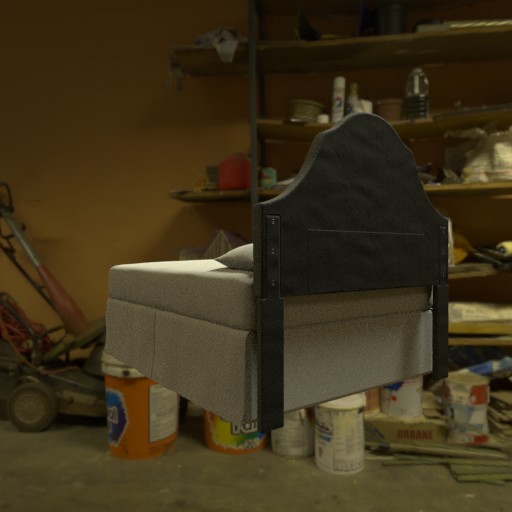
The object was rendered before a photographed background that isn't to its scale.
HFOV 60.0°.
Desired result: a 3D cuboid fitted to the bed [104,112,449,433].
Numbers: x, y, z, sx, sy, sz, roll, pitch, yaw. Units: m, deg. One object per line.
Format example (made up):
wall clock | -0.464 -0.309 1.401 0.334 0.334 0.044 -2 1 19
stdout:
bed | 0.000 0.000 3.291 1.636 1.575 2.155 0 0 -36
